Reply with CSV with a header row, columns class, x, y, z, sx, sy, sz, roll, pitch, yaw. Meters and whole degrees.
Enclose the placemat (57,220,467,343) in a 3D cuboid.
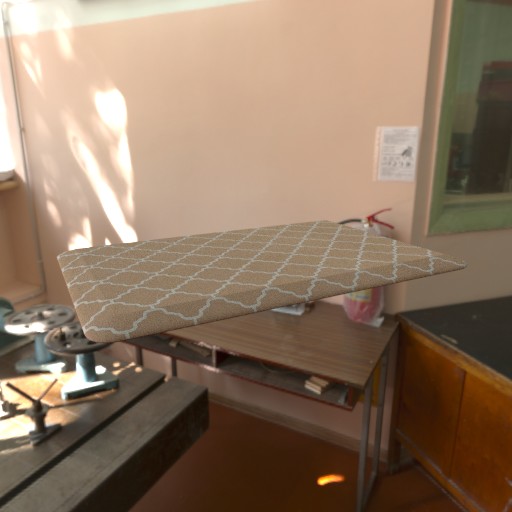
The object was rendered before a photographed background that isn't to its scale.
class,x,y,z,sx,sy,sz,roll,pitch,yaw
placemat,0.000,0.000,0.961,0.762,0.021,0.508,-8,18,-27
